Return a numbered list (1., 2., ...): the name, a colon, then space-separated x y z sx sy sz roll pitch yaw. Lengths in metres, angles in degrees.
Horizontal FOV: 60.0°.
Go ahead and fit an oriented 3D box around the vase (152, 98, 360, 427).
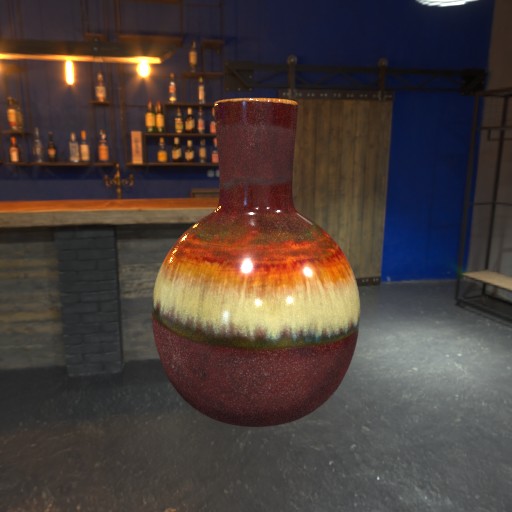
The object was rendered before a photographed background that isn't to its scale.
1. vase: 0.000 0.000 0.235 0.111 0.154 0.111 0 13 0
